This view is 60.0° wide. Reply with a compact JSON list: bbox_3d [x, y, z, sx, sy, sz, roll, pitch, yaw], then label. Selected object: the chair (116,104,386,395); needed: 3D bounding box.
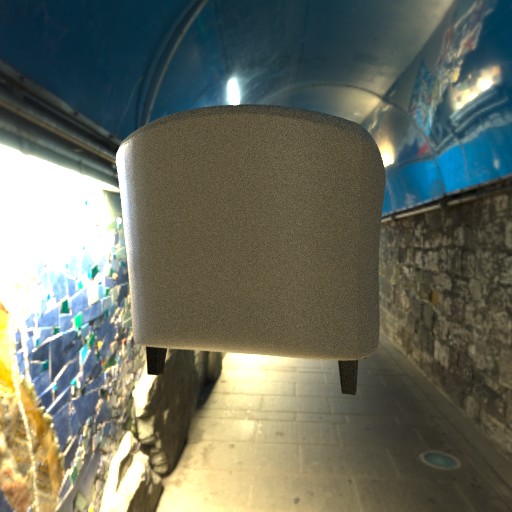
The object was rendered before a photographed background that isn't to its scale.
[{"bbox_3d":[0.000,0.000,1.423,0.792,0.756,0.727,0,1,18],"label":"chair"}]
